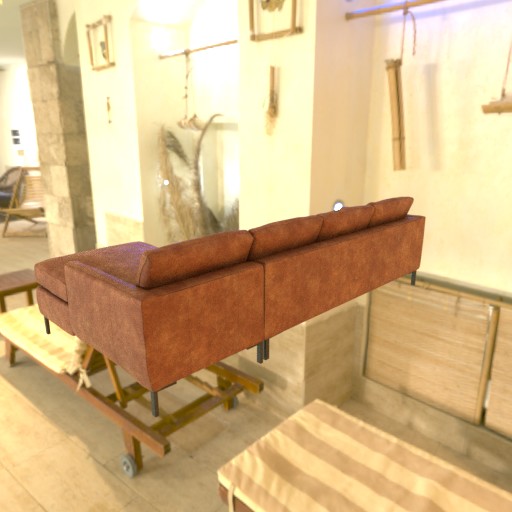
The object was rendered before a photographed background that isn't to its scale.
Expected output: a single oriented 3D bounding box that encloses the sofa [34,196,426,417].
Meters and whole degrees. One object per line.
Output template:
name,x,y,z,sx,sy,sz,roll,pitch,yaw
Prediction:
sofa,0.000,0.000,3.613,1.471,0.859,2.993,15,22,43
